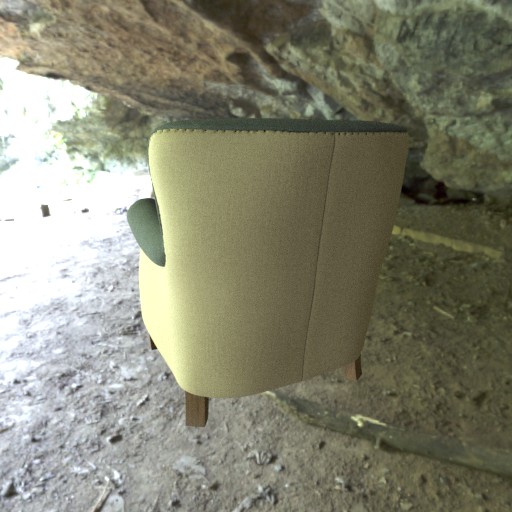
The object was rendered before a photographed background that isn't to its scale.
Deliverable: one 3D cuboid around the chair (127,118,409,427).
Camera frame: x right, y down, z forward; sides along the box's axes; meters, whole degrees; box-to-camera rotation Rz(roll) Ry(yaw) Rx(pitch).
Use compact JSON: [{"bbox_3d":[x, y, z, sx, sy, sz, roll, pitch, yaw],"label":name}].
[{"bbox_3d":[0.000,0.000,1.641,0.861,0.936,0.921,-7,16,-25],"label":"chair"}]
